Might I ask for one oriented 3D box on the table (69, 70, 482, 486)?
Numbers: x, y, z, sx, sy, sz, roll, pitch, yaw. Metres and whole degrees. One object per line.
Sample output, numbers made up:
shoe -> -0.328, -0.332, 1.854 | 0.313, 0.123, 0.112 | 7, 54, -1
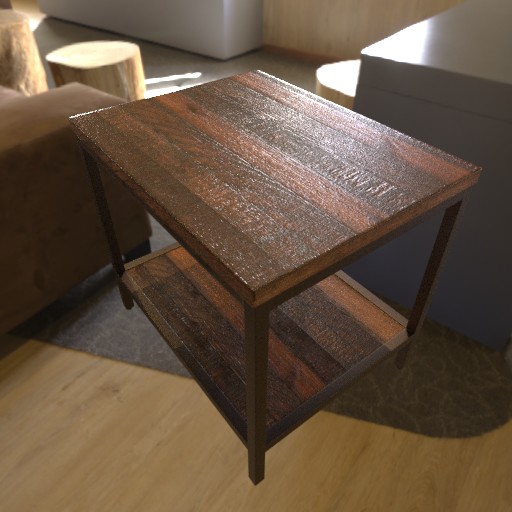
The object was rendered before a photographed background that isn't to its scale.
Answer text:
table -> 0.000, 0.000, 1.091 | 0.524, 0.612, 0.678 | -26, 47, -27
